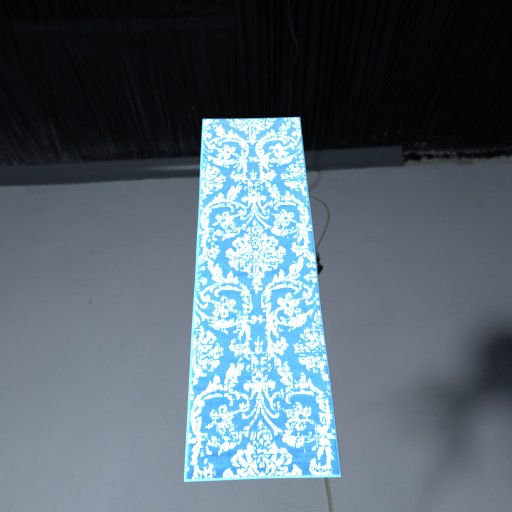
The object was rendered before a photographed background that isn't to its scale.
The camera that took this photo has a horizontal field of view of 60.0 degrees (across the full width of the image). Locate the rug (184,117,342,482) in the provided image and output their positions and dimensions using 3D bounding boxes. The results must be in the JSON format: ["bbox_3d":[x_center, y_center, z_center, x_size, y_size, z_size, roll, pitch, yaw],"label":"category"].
[{"bbox_3d":[0.000,0.000,2.430,0.662,0.011,2.196,-1,58,-1],"label":"rug"}]
